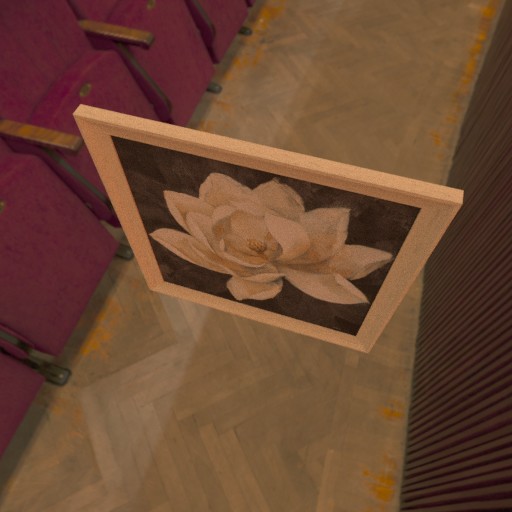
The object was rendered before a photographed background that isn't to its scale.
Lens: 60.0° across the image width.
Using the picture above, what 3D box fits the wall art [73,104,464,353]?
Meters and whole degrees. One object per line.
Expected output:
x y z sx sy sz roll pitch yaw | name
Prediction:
0.000 0.000 1.549 1.016 1.016 0.045 15 59 9 | wall art
